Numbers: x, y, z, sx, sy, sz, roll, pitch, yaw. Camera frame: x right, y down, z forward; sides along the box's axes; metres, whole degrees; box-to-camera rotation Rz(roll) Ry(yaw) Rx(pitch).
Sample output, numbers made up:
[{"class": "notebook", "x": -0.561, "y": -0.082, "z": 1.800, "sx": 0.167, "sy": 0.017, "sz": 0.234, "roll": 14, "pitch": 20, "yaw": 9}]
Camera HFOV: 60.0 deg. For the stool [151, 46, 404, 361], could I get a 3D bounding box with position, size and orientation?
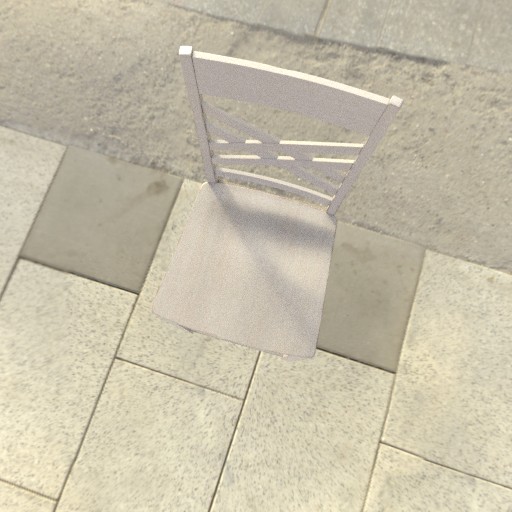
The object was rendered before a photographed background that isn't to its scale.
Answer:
[{"class": "stool", "x": 0.000, "y": 0.000, "z": 1.346, "sx": 0.462, "sy": 1.079, "sz": 0.539, "roll": 15, "pitch": 77, "yaw": 4}]
